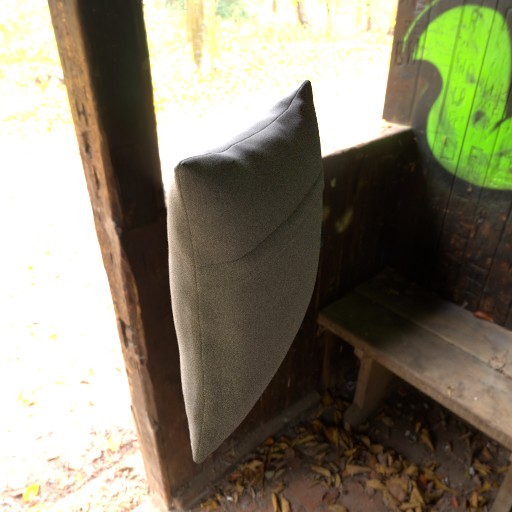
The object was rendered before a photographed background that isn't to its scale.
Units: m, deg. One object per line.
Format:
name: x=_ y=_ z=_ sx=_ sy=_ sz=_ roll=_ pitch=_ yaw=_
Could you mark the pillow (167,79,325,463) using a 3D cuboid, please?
pillow: x=0.000 y=0.000 z=0.668 sx=0.173 sy=0.436 sz=0.433 roll=11 pitch=33 yaw=17
